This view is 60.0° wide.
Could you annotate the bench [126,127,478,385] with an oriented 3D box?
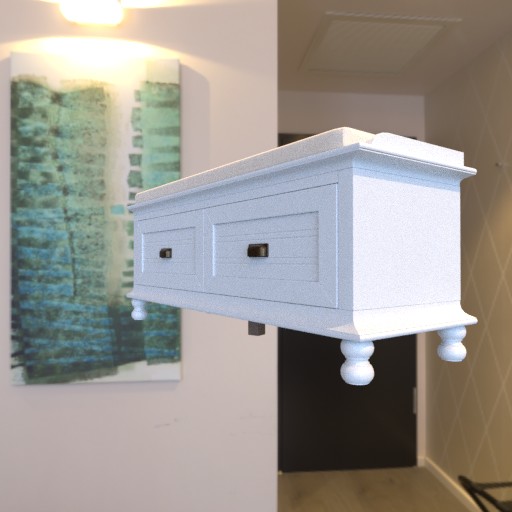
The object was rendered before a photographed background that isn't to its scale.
[{"bbox_3d":[0.000,0.000,1.383,0.402,0.486,1.185,0,-1,-36],"label":"bench"}]
